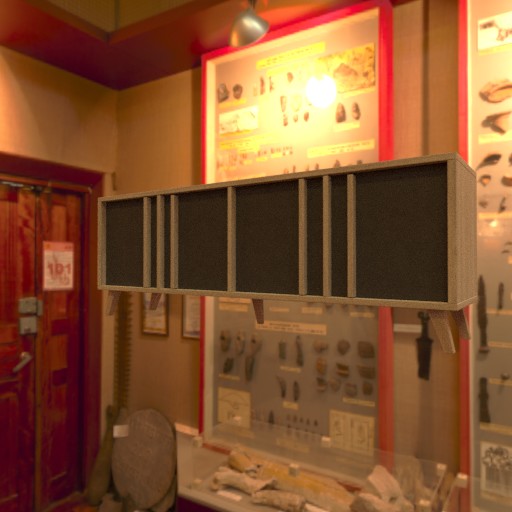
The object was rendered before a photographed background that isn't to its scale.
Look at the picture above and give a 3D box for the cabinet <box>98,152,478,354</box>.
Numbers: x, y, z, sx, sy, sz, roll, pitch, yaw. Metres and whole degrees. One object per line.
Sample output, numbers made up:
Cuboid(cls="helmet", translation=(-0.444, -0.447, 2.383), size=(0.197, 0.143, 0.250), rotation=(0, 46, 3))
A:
Cuboid(cls="cabinet", translation=(0.000, 0.000, 2.513), size=(2.198, 0.779, 0.499), rotation=(0, -1, 34))
